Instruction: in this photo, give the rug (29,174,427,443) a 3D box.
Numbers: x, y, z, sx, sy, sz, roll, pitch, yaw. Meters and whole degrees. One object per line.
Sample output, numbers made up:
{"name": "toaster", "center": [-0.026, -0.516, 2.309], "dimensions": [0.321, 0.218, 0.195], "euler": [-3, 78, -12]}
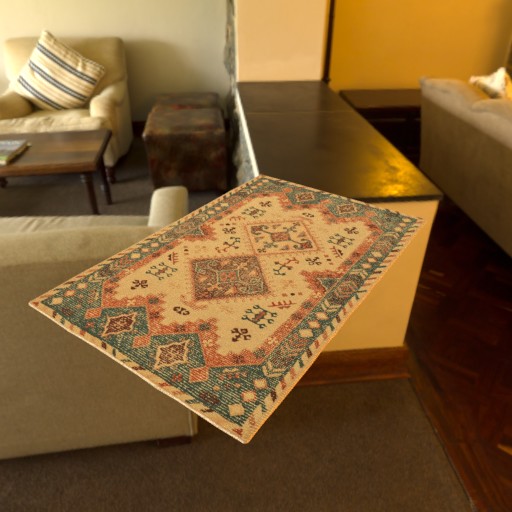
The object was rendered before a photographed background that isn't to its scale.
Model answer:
{"name": "rug", "center": [0.000, 0.000, 2.321], "dimensions": [1.225, 0.015, 1.840], "euler": [21, 38, 29]}
